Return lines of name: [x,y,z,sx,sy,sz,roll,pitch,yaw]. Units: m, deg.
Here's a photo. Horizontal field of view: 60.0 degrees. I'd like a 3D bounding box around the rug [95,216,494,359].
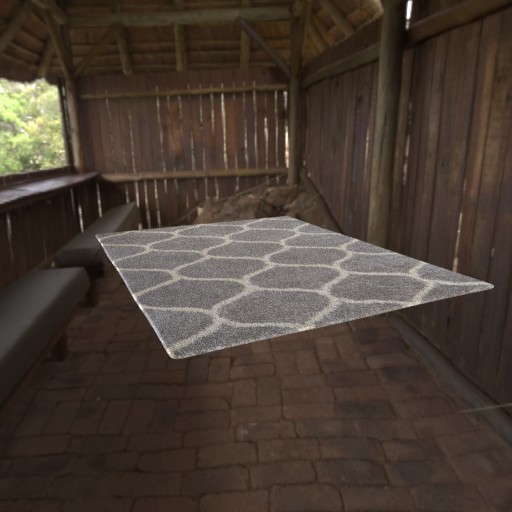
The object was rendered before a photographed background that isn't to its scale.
rug: [0.000,0.000,3.994,2.399,0.026,3.000,-8,18,-25]
